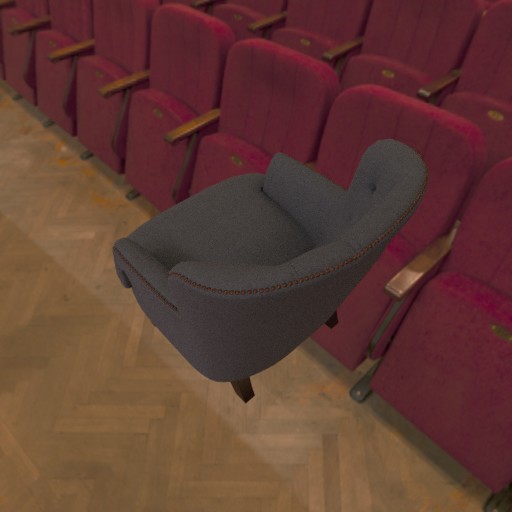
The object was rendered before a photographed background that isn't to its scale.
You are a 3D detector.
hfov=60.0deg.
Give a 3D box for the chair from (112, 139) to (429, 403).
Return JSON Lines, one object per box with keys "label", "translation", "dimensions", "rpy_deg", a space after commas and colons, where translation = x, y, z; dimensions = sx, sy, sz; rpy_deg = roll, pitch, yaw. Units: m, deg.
{"label": "chair", "translation": [0.000, 0.000, 1.583], "dimensions": [0.848, 0.868, 0.906], "rpy_deg": [-34, 55, -28]}
